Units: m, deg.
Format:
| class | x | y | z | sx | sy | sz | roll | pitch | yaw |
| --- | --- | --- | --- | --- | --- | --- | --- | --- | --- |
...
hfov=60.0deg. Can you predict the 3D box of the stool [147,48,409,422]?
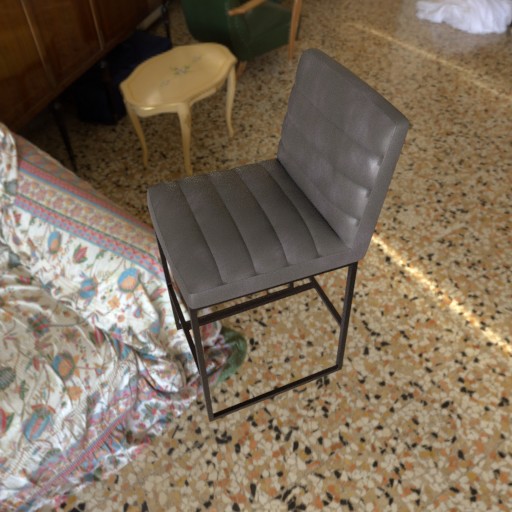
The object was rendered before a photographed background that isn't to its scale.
| class | x | y | z | sx | sy | sz | roll | pitch | yaw |
| --- | --- | --- | --- | --- | --- | --- | --- | --- | --- |
| stool | 0.000 | 0.000 | 1.396 | 0.562 | 1.065 | 0.463 | -17 | 49 | -16 |
